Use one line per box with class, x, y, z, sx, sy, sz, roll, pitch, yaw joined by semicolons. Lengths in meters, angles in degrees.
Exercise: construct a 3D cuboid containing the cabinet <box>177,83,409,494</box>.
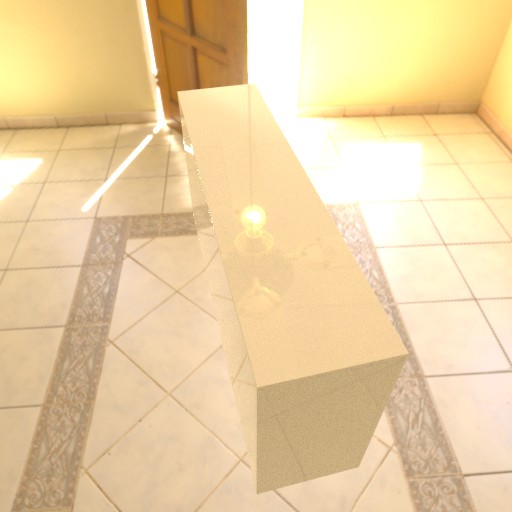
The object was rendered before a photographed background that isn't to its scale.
cabinet;0.000;0.000;1.948;0.400;0.800;1.650;-10;46;-10
